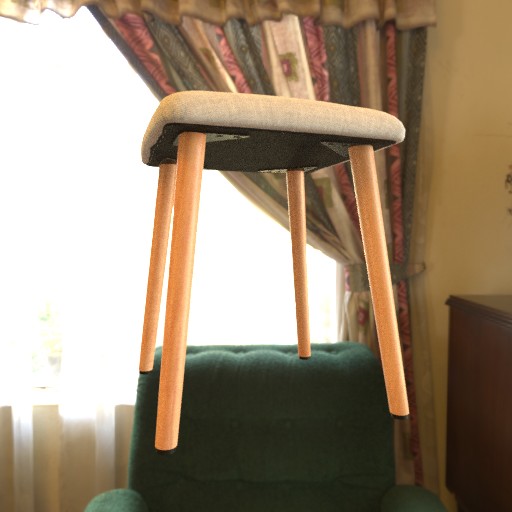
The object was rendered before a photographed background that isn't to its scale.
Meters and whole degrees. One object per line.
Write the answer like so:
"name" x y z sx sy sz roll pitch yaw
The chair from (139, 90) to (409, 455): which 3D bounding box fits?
"chair" 0.000 0.000 0.710 0.350 0.440 0.350 -1 2 -18
